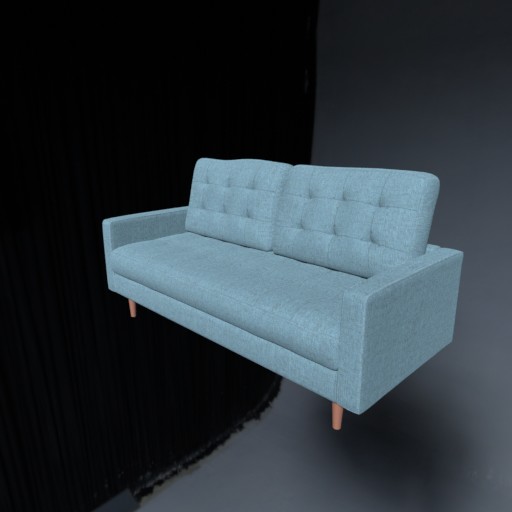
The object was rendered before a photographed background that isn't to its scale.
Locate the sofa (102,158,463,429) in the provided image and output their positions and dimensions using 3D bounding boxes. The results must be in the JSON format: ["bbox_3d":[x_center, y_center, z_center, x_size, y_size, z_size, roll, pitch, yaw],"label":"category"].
[{"bbox_3d":[0.000,0.000,2.591,2.010,1.050,0.966,15,22,43],"label":"sofa"}]
